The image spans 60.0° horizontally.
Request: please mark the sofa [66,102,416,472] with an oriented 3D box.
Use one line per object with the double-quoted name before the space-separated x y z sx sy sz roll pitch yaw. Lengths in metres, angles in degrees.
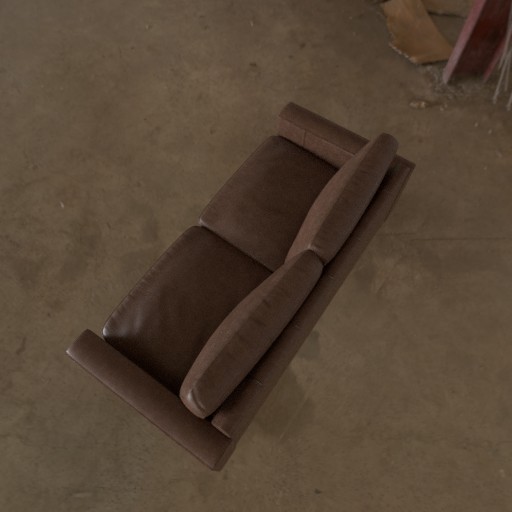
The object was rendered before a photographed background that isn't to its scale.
"sofa" 0.000 0.000 2.695 1.016 0.873 2.179 32 68 15
